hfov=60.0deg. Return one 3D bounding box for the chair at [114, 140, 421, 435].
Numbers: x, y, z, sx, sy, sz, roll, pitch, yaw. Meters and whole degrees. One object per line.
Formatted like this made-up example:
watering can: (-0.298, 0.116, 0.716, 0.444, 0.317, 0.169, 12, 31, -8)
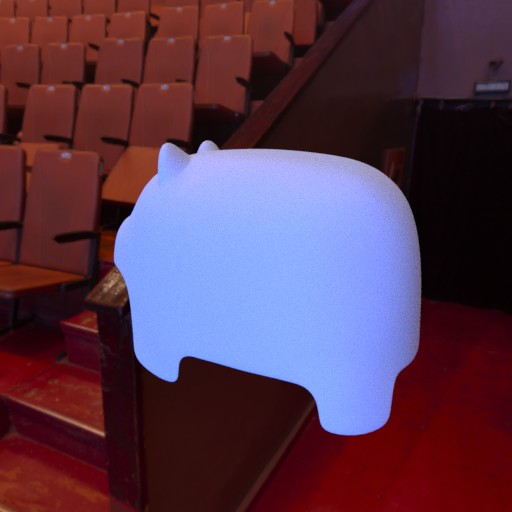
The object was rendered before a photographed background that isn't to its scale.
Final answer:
chair: (0.000, 0.000, 0.856, 0.619, 0.423, 0.364, 8, 18, 24)
